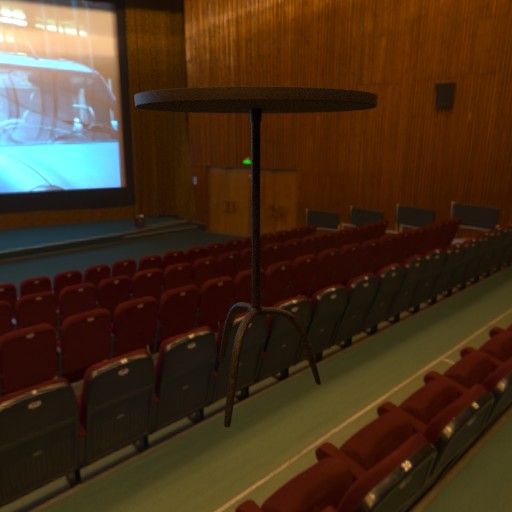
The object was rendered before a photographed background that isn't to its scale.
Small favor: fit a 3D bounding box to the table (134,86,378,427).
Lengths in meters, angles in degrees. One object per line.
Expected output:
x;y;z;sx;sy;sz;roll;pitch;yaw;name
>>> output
0.000;0.000;1.040;0.502;0.700;0.502;-14;21;-41;table
